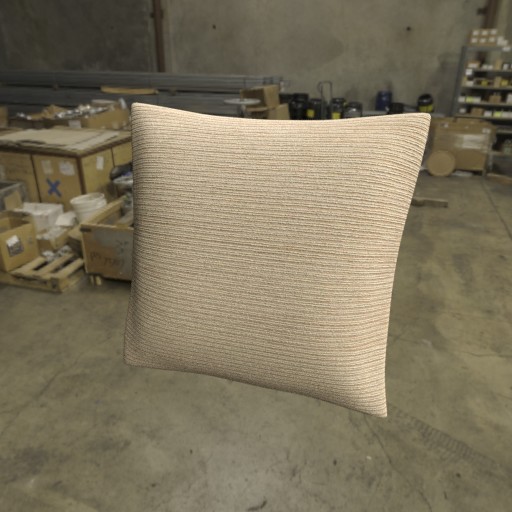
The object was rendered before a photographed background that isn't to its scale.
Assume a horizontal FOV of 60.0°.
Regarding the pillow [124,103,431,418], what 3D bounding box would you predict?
[{"bbox_3d":[0.000,0.000,0.645,0.424,0.401,0.177,7,26,15],"label":"pillow"}]
